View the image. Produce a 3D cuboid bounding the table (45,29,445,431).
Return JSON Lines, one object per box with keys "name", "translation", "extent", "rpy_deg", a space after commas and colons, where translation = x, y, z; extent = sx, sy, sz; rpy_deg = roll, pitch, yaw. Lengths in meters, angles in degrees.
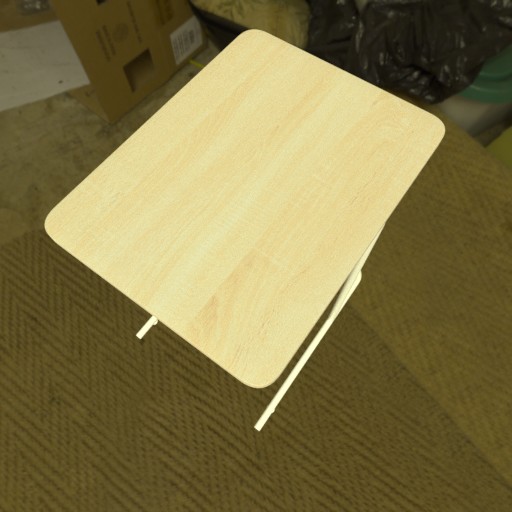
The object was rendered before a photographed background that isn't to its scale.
{"name": "table", "translation": [0.000, 0.000, 0.868], "extent": [0.370, 0.550, 0.480], "rpy_deg": [33, 69, 15]}
